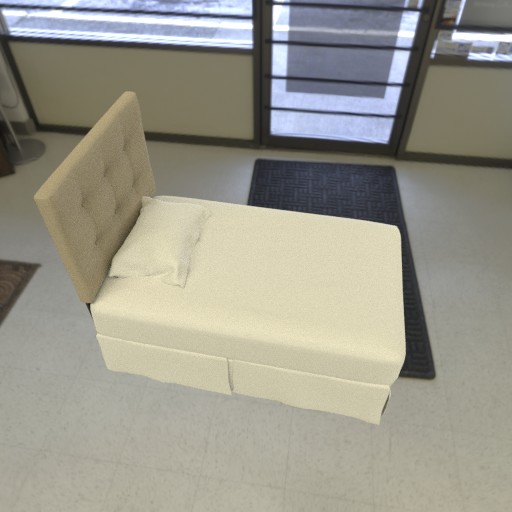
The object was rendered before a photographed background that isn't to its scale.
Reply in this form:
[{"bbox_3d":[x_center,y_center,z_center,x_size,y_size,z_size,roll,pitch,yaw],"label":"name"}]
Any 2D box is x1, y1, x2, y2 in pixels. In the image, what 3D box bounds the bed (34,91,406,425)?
[{"bbox_3d":[0.000,0.000,2.931,1.997,1.571,1.261,8,47,8],"label":"bed"}]
